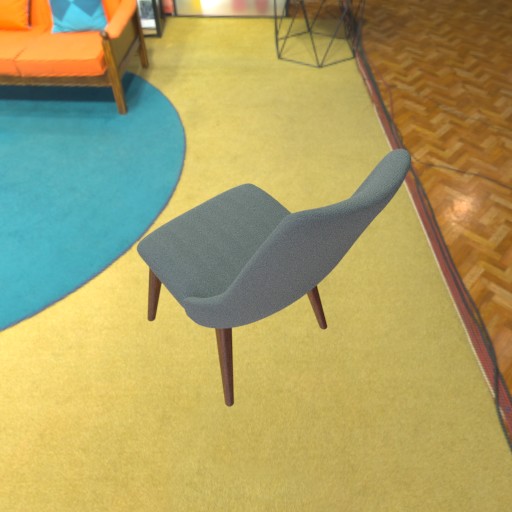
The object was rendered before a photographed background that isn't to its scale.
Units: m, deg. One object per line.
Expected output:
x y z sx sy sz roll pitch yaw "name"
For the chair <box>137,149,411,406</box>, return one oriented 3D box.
0.000 0.000 1.325 0.535 0.918 0.707 -32 55 -26 "chair"
